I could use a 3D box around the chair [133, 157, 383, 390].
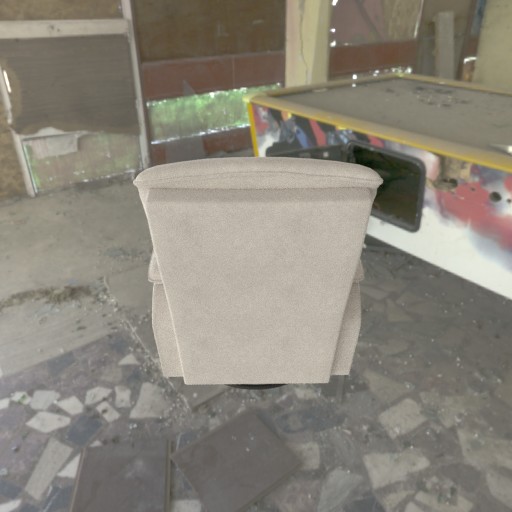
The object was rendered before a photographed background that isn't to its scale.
[{"bbox_3d":[0.000,0.000,1.726,0.820,1.039,1.001,0,30,-1],"label":"chair"}]
